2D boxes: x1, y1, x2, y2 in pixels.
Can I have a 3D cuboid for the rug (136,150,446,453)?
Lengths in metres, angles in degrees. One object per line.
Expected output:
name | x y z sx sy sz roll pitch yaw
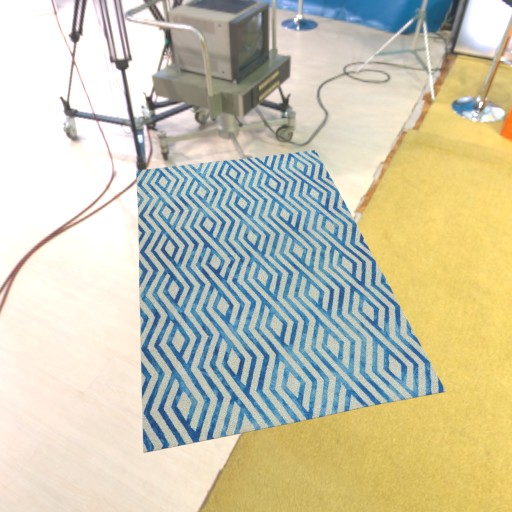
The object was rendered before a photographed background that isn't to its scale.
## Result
rug | 0.000 0.000 2.353 1.225 0.008 1.830 -8 46 -8
